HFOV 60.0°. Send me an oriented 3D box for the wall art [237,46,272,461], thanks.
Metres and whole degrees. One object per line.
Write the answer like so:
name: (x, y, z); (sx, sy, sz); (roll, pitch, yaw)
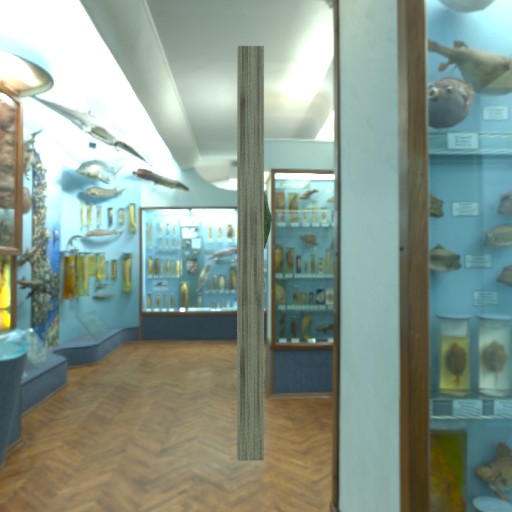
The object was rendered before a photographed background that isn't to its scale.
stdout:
wall art: (0.000, 0.000, 1.072); (0.063, 0.609, 0.841); (0, -1, -1)
